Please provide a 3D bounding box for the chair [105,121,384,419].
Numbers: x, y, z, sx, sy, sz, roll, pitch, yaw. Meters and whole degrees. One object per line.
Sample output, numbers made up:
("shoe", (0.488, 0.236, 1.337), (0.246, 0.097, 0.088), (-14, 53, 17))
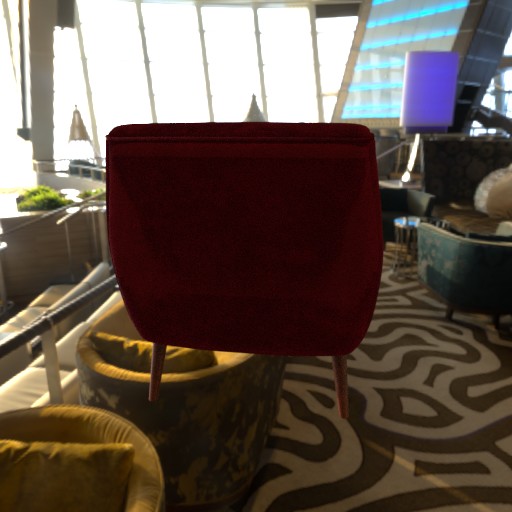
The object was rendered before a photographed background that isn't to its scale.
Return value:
("chair", (0.000, 0.000, 1.459), (0.762, 0.838, 0.787), (2, 16, 8))
